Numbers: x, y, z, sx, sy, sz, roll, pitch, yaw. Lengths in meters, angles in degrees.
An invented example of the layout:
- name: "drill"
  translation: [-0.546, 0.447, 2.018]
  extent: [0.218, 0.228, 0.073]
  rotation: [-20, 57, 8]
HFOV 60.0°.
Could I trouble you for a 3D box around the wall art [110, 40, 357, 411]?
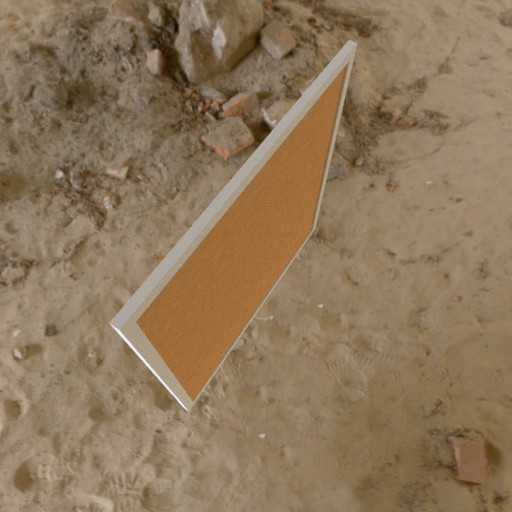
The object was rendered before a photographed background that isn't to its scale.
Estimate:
- name: "wall art"
  translation: [0.000, 0.000, 0.683]
  extent: [0.012, 0.457, 0.457]
  rotation: [30, 66, 15]
